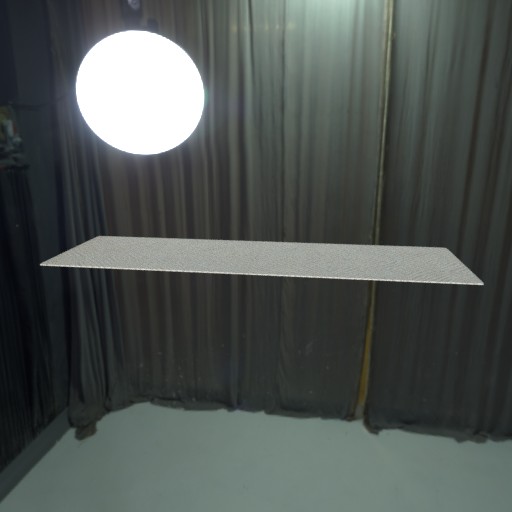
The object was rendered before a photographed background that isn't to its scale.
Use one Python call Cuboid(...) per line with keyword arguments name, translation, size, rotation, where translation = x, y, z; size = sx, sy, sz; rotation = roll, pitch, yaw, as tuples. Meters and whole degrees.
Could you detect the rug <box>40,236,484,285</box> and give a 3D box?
Cuboid(name="rug", translation=(0.000, 0.000, 2.570), size=(2.277, 0.008, 0.676), rotation=(2, 16, 8))
